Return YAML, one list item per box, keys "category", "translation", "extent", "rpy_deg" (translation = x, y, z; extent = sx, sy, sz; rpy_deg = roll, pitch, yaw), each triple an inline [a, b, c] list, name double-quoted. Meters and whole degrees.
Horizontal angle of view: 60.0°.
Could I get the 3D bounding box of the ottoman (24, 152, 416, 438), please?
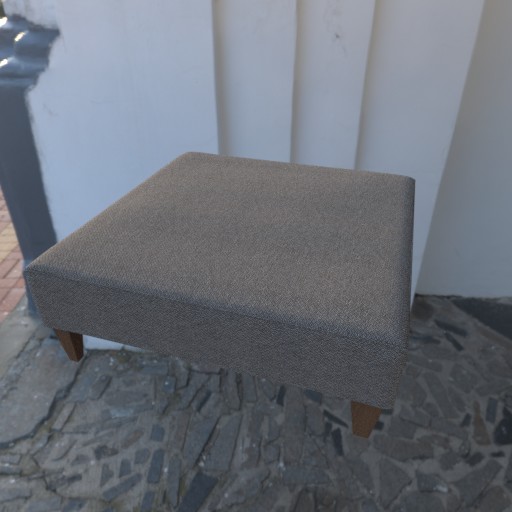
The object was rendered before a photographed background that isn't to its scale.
- category: "ottoman"
  translation: [0.000, 0.000, 1.488]
  extent: [0.970, 0.378, 0.981]
  rpy_deg: [10, 33, 15]
